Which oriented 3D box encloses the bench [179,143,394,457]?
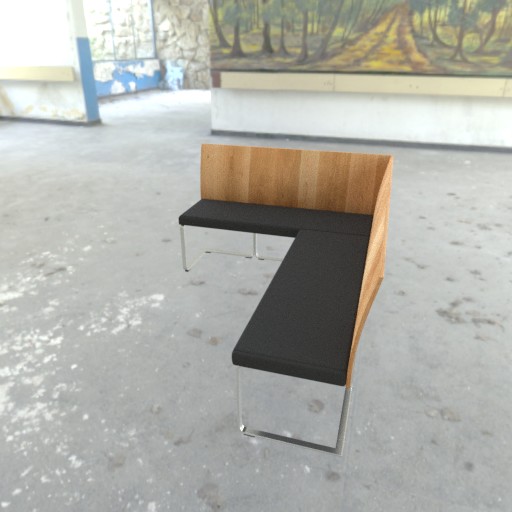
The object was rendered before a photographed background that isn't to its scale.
[{"bbox_3d":[0.000,0.000,2.755,1.495,0.930,1.945,7,26,15],"label":"bench"}]
